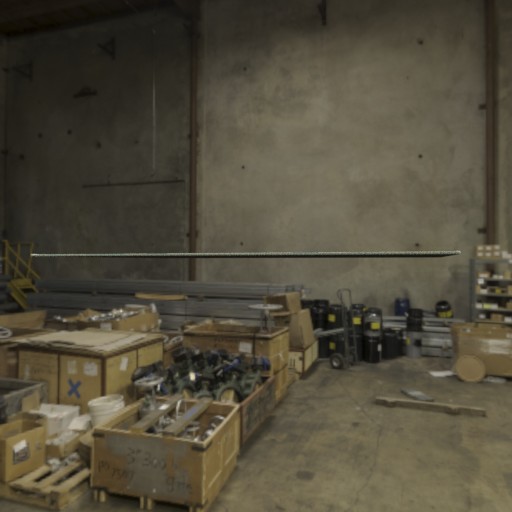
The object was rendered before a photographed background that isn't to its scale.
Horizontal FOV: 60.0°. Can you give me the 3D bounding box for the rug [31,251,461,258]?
[{"bbox_3d":[0.000,0.000,3.059,2.438,0.015,1.518,0,-1,20],"label":"rug"}]
